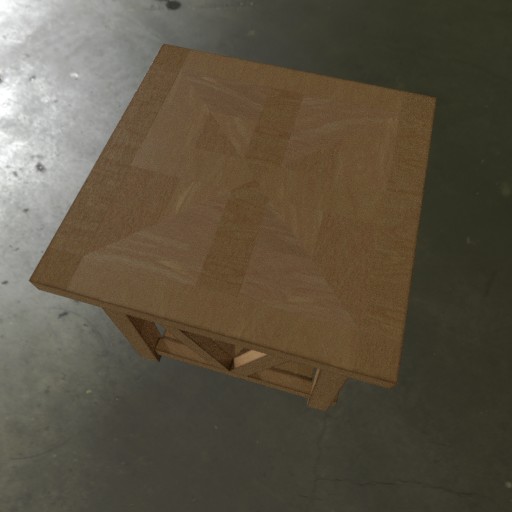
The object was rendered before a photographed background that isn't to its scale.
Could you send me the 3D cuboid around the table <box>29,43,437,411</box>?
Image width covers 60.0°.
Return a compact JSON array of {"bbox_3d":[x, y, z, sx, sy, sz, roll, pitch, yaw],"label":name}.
[{"bbox_3d":[0.000,0.000,1.115,0.612,0.638,0.610,14,64,7],"label":"table"}]
